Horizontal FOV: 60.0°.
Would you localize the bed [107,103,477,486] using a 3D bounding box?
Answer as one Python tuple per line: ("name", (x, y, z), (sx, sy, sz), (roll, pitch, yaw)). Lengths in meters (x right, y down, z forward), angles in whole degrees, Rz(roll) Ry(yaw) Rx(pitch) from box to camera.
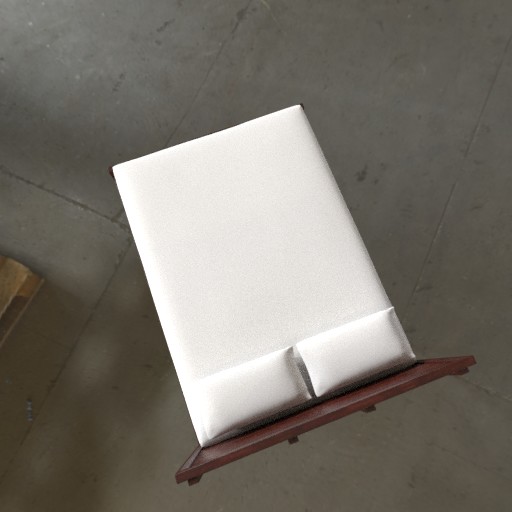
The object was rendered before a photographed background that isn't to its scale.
("bed", (0.000, 0.000, 3.828), (2.040, 1.492, 2.803), (-20, 76, -5))
